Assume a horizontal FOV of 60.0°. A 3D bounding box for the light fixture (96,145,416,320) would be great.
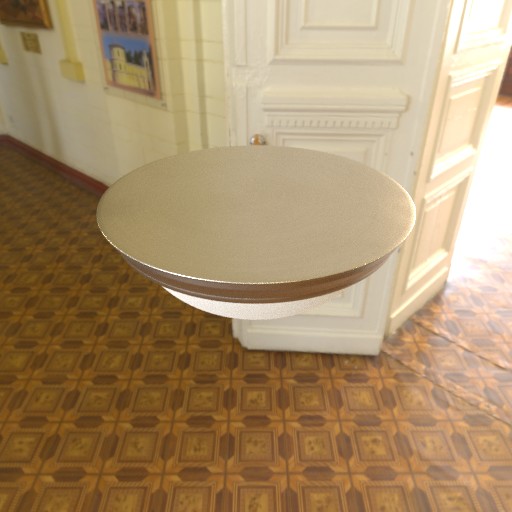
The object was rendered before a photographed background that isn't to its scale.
[{"bbox_3d":[0.000,0.000,0.441,0.280,0.135,0.280,0,32,0],"label":"light fixture"}]
